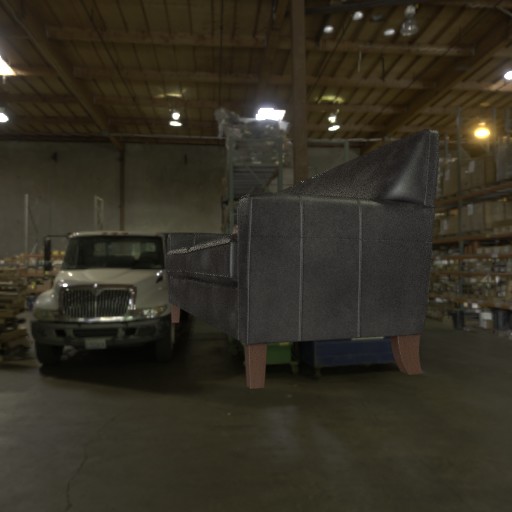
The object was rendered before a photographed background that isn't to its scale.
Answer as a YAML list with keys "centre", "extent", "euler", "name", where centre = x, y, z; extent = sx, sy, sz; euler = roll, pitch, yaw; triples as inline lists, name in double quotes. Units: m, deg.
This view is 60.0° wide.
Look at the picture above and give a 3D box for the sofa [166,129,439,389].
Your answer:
- centre: [0.000, 0.000, 2.516]
  extent: [0.805, 0.947, 2.053]
  euler: [0, -1, -19]
  name: "sofa"
